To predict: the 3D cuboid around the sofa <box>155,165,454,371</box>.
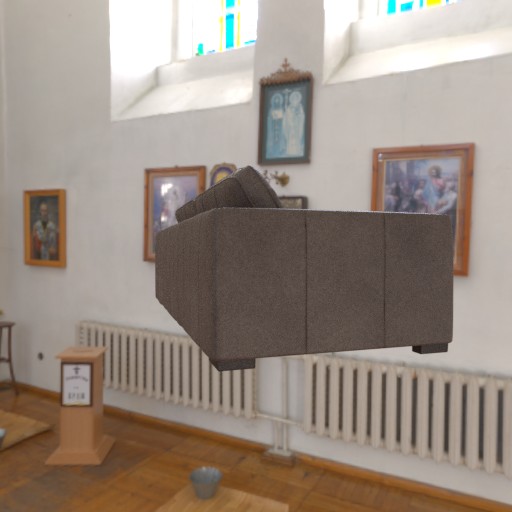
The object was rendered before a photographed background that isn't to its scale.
[{"bbox_3d":[0.000,0.000,2.773,1.070,0.801,2.262,0,1,-18],"label":"sofa"}]
